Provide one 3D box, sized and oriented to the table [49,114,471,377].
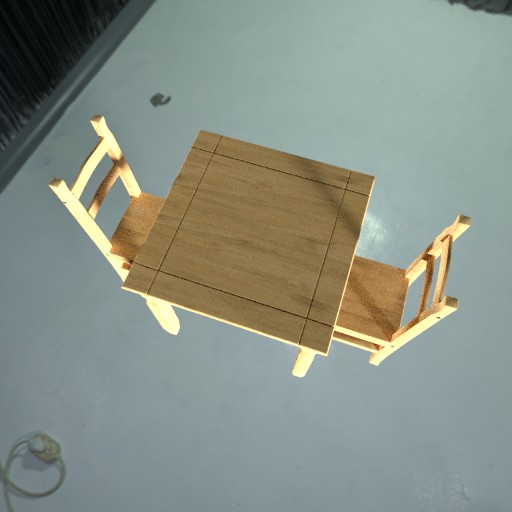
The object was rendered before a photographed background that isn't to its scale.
[{"bbox_3d":[0.000,0.000,2.039,1.501,0.942,0.813,17,66,8],"label":"table"}]
